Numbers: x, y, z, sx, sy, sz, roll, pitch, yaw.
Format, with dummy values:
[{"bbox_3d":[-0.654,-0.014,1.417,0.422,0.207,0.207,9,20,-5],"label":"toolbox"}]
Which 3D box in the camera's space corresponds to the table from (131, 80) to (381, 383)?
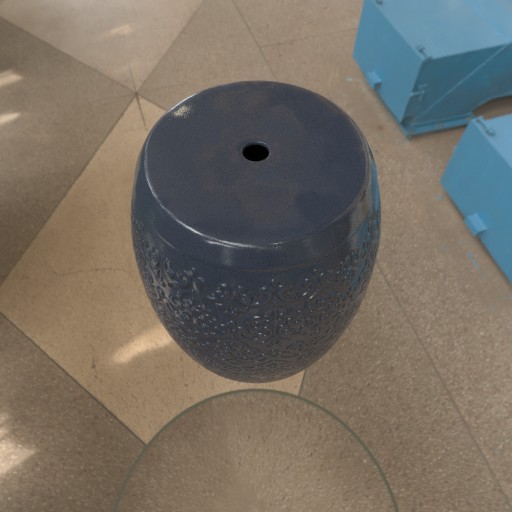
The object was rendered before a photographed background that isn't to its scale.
[{"bbox_3d":[0.000,0.000,0.612,0.309,0.397,0.309,0,58,0],"label":"table"}]
